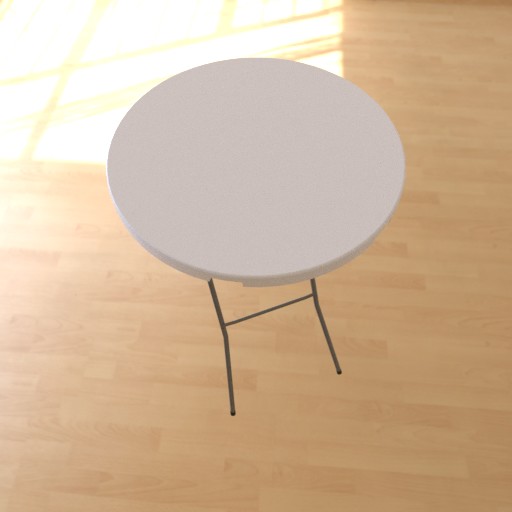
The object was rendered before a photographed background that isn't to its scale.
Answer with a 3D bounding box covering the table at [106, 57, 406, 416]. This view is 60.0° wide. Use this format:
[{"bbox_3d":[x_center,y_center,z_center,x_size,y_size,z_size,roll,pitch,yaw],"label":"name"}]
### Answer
[{"bbox_3d":[0.000,0.000,1.653,0.792,1.105,0.795,-18,60,-11],"label":"table"}]
